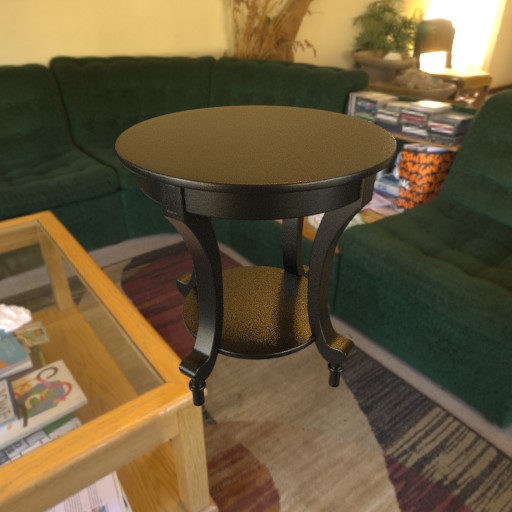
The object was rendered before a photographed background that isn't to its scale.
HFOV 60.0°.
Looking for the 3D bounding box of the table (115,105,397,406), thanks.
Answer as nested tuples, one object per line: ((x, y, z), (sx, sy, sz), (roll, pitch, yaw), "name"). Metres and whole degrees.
((0.000, 0.000, 1.128), (0.597, 0.618, 0.597), (0, 30, 0), "table")
